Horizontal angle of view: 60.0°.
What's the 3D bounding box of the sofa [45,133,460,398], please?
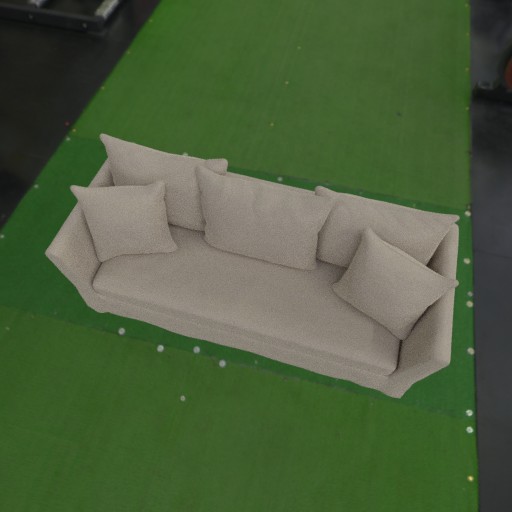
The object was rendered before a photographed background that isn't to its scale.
[{"bbox_3d":[0.000,0.000,3.029,2.499,1.047,1.046,14,59,9],"label":"sofa"}]
